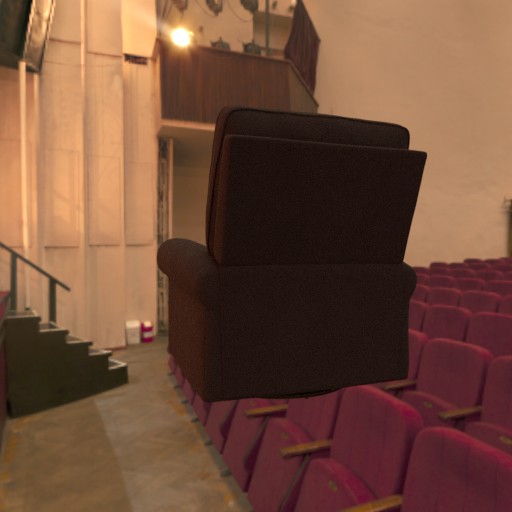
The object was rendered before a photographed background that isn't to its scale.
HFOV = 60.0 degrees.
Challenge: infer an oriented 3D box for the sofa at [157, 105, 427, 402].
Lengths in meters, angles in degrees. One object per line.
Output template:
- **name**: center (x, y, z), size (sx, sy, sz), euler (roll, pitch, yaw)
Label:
- **sofa**: center (0.000, 0.000, 2.030), size (0.880, 0.959, 1.478), euler (0, 1, -19)
